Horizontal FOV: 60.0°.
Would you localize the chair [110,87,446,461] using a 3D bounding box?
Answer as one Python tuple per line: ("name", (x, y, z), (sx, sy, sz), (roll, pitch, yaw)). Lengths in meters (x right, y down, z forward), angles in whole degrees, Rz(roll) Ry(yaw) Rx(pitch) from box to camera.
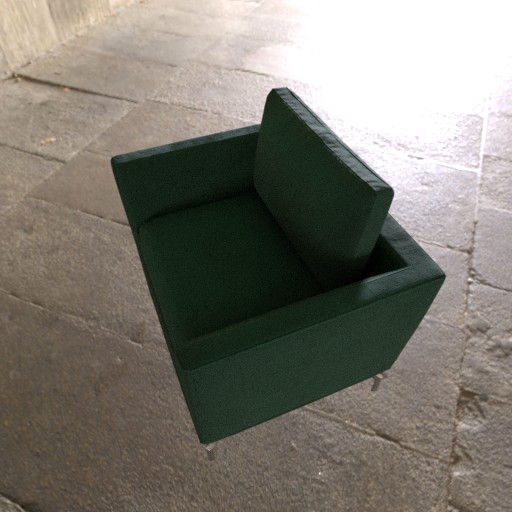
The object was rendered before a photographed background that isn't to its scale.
("chair", (0.000, 0.000, 1.747), (0.852, 0.997, 1.047), (-17, 49, -15))
